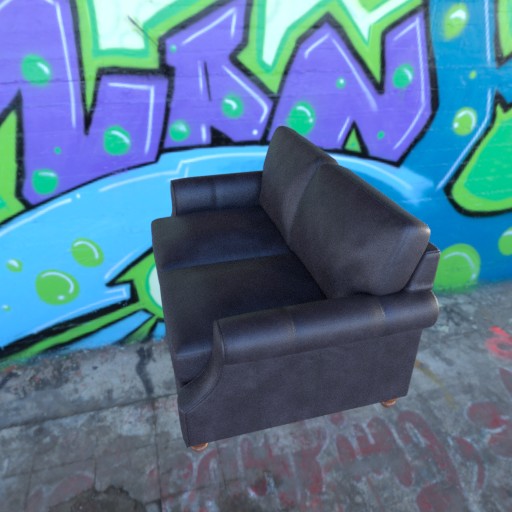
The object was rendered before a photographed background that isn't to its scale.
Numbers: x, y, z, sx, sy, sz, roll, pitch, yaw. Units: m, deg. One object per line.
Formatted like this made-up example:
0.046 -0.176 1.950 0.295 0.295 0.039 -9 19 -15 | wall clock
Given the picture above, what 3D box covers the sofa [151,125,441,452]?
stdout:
0.000 0.000 2.334 1.030 0.979 1.663 -8 31 -13 | sofa
